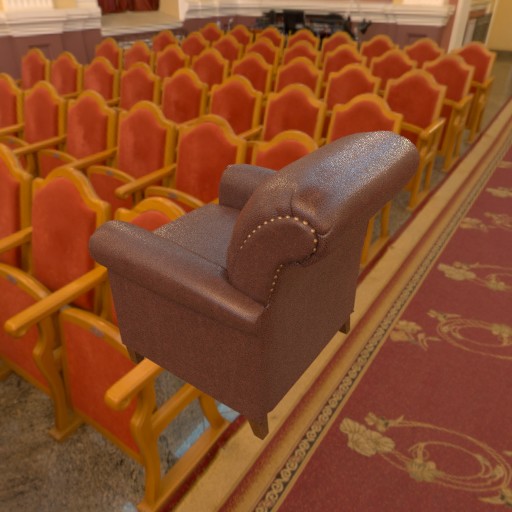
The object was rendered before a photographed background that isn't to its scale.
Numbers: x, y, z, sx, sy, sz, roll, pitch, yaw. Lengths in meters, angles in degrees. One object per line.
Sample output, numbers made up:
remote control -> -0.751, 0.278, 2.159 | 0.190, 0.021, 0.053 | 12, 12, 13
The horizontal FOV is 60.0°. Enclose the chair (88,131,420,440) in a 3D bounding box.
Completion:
chair -> 0.000, 0.000, 1.633 | 0.890, 0.927, 0.854 | 20, 37, 29
